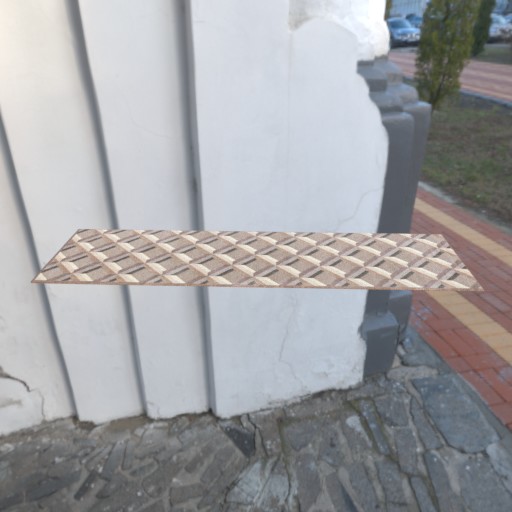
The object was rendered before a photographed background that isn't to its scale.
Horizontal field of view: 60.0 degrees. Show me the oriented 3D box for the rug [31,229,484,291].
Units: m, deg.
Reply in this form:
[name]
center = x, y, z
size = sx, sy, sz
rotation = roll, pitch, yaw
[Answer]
[rug]
center = 0.000, 0.000, 2.675
size = 2.437, 0.013, 0.685
rotation = 1, 28, 2
